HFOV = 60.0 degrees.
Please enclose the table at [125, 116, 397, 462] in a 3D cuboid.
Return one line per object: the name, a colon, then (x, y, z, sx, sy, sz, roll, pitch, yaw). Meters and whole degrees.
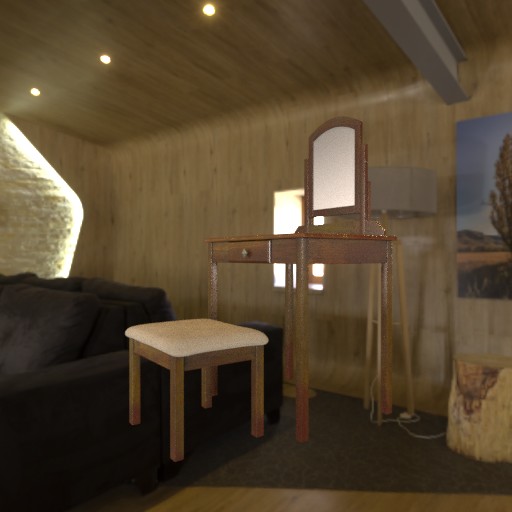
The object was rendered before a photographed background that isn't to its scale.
table: (0.000, 0.000, 2.298, 1.211, 1.631, 0.876, 0, 0, -36)
